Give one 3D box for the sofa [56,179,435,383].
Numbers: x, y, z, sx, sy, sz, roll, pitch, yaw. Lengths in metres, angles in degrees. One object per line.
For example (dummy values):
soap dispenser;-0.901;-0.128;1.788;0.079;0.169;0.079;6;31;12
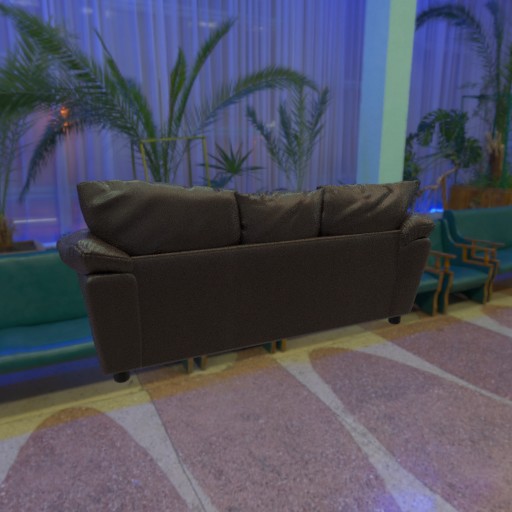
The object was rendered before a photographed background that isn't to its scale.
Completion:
sofa;0.000;0.000;2.939;2.390;1.091;0.907;-6;15;-24
